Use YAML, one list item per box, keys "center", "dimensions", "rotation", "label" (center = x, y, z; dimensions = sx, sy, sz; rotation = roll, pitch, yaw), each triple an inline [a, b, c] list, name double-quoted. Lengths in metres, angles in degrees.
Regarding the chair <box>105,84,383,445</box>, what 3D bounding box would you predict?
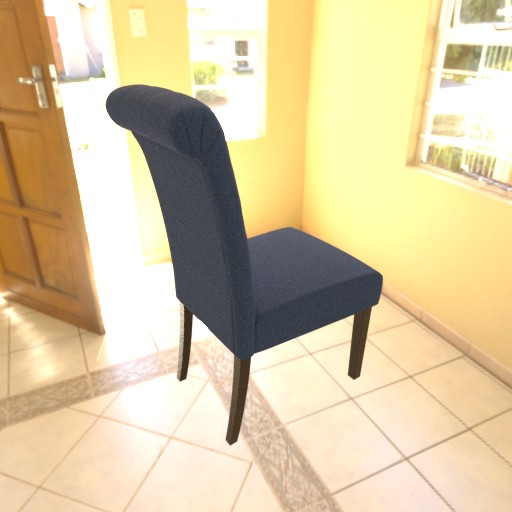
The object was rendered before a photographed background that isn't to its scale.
- center: [0.000, 0.000, 1.357]
  dimensions: [0.671, 1.006, 0.456]
  rotation: [-18, 32, -31]
  label: "chair"
